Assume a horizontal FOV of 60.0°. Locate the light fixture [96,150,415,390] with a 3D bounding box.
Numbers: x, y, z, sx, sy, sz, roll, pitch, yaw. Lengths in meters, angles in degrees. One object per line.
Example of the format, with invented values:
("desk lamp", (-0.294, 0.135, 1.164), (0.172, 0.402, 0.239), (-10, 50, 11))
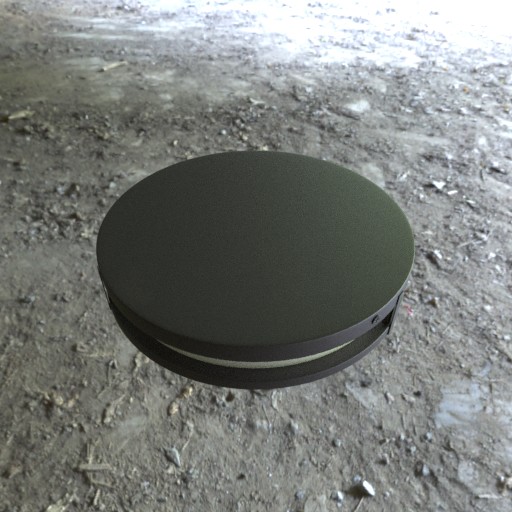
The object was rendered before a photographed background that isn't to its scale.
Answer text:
("light fixture", (0.000, 0.000, 0.542), (0.356, 0.102, 0.356), (0, 41, 0))
